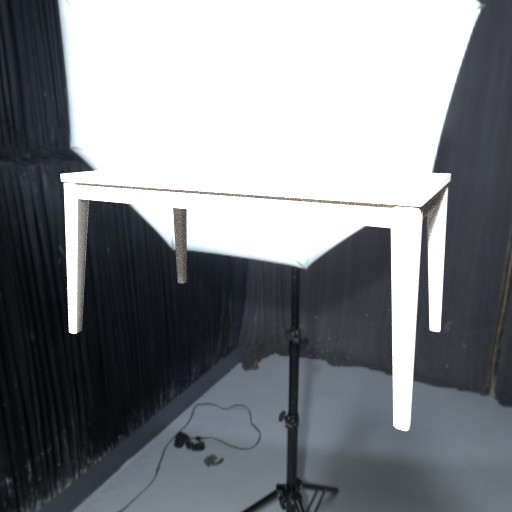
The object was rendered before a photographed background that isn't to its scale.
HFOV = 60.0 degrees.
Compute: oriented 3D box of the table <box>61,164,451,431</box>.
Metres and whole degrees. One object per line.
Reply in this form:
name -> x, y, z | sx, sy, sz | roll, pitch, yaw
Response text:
table -> 0.000, 0.000, 2.083 | 1.600, 0.760, 0.900 | 8, 17, 27
